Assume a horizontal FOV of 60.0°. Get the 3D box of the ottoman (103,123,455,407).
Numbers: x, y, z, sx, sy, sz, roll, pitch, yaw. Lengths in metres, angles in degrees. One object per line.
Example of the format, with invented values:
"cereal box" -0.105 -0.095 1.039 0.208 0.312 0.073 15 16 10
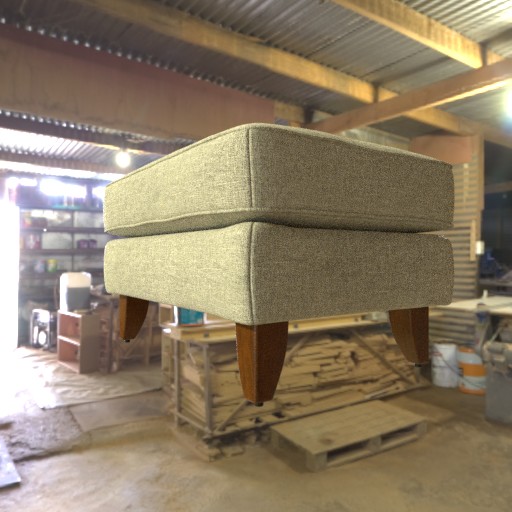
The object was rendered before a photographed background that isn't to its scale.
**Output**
"ottoman" 0.000 0.000 1.278 0.661 0.561 0.889 0 0 -35
